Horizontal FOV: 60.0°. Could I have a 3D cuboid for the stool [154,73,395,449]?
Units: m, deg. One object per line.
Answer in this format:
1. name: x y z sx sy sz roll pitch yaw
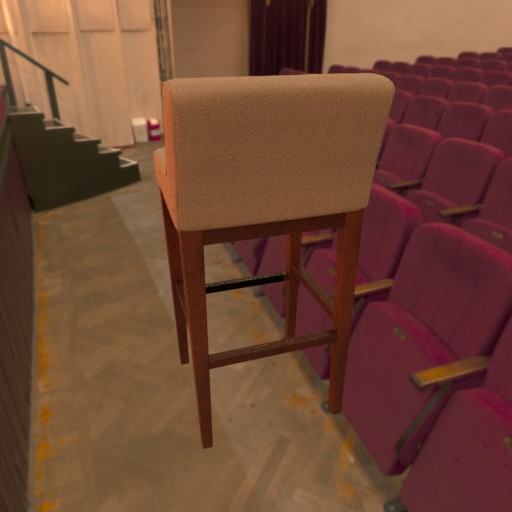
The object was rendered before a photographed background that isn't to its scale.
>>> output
1. stool: 0.000 0.000 1.331 0.511 1.037 0.500 -8 28 -16
